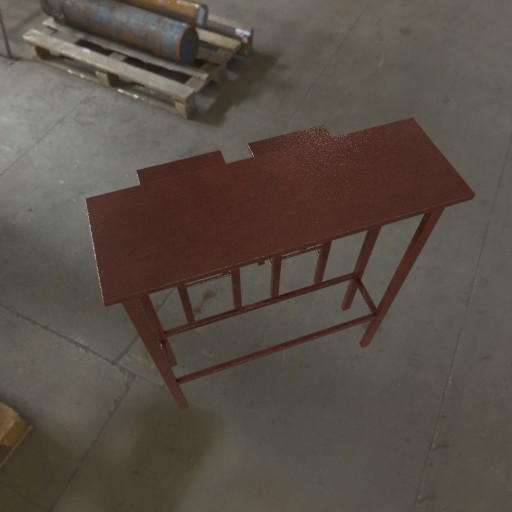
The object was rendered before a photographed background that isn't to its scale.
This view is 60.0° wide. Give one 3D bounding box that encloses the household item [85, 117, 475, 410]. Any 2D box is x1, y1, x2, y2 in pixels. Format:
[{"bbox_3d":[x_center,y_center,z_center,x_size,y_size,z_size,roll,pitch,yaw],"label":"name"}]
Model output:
[{"bbox_3d":[0.000,0.000,1.632,0.914,1.067,0.676,-16,58,-10],"label":"household item"}]
